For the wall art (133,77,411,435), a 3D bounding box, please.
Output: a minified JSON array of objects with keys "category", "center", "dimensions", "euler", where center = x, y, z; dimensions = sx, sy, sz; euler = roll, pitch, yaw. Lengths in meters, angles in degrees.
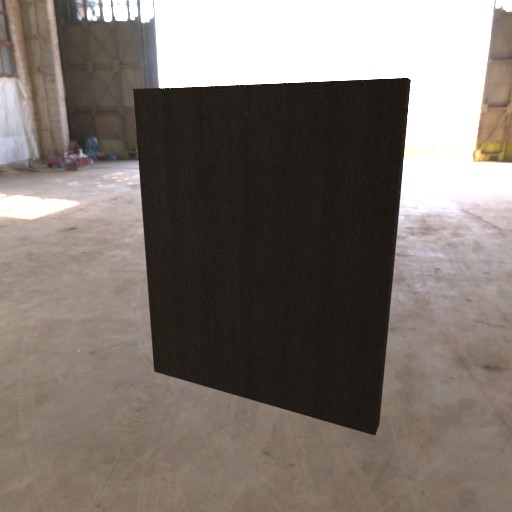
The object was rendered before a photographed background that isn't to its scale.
[{"category":"wall art","center":[0.000,0.000,0.764],"dimensions":[0.455,0.552,0.034],"euler":[8,18,25]}]
